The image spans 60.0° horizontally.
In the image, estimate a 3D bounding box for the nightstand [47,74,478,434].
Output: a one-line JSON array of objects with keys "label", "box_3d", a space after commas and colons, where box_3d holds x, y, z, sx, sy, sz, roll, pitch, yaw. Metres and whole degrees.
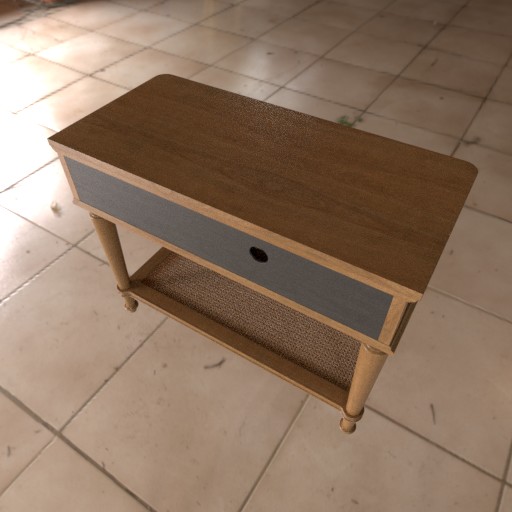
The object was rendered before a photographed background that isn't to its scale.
[{"label": "nightstand", "box_3d": [0.000, 0.000, 1.279, 0.914, 0.700, 0.432, 24, 51, 21]}]
